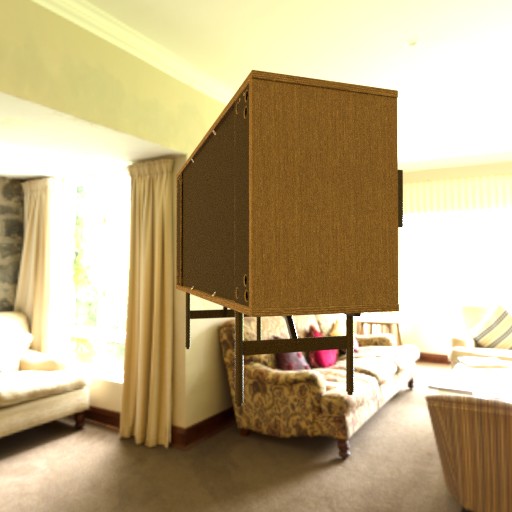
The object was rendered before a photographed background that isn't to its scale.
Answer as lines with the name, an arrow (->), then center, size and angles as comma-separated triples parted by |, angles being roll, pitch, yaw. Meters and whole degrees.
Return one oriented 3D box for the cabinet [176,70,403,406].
cabinet -> 0.000, 0.000, 1.586 | 0.405, 0.787, 1.194 | 0, -1, -18
